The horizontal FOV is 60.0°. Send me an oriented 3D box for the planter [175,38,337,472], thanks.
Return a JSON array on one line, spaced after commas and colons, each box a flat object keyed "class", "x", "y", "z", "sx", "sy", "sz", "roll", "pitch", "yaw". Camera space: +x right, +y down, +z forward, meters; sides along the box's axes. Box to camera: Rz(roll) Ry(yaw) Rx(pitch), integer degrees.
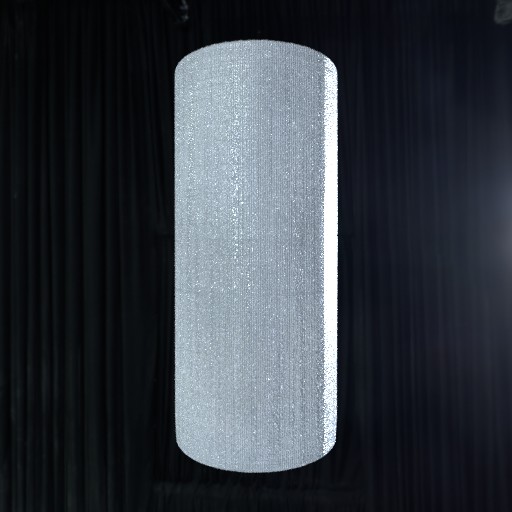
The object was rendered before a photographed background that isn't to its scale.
[{"class": "planter", "x": 0.000, "y": 0.000, "z": 0.126, "sx": 0.045, "sy": 0.103, "sz": 0.045, "roll": 0, "pitch": 1, "yaw": 0}]
